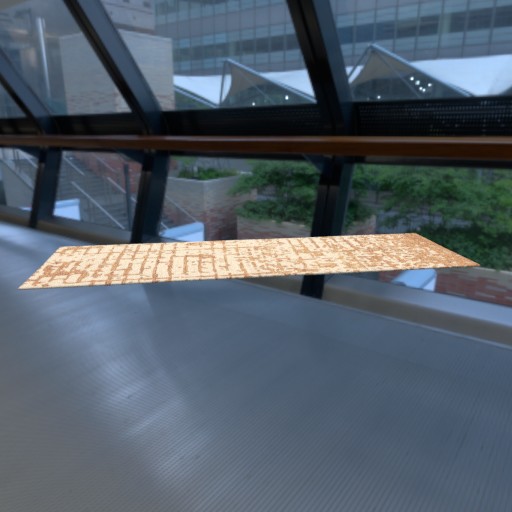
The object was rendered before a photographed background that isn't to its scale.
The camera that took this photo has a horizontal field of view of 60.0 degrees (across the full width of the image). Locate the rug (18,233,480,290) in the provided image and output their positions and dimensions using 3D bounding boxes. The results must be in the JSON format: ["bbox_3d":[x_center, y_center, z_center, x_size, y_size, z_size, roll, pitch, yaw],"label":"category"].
[{"bbox_3d":[0.000,0.000,2.665,2.435,0.011,0.750,-3,17,-8],"label":"rug"}]
